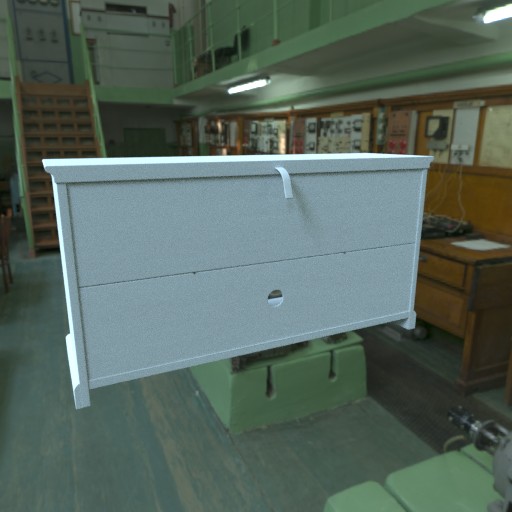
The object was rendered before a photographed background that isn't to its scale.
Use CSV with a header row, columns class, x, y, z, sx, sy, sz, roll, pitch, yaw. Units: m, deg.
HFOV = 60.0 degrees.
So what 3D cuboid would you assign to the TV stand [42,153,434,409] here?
class,x,y,z,sx,sy,sz,roll,pitch,yaw
TV stand,0.000,0.000,1.445,1.187,0.624,0.424,-7,17,-25
